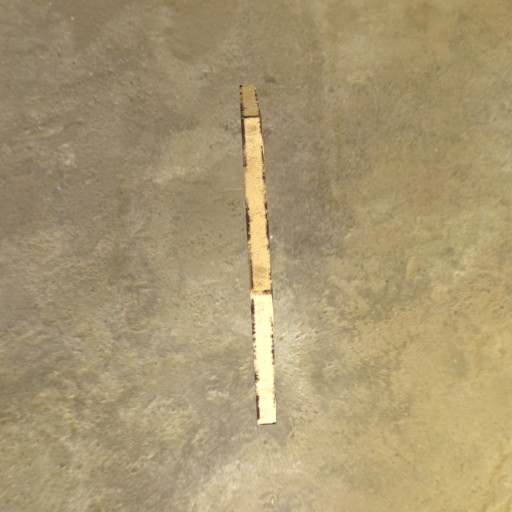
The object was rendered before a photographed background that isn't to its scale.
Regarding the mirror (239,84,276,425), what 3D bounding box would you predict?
[{"bbox_3d":[0.000,0.000,0.945,0.031,0.648,0.648,-3,76,-1],"label":"mirror"}]
